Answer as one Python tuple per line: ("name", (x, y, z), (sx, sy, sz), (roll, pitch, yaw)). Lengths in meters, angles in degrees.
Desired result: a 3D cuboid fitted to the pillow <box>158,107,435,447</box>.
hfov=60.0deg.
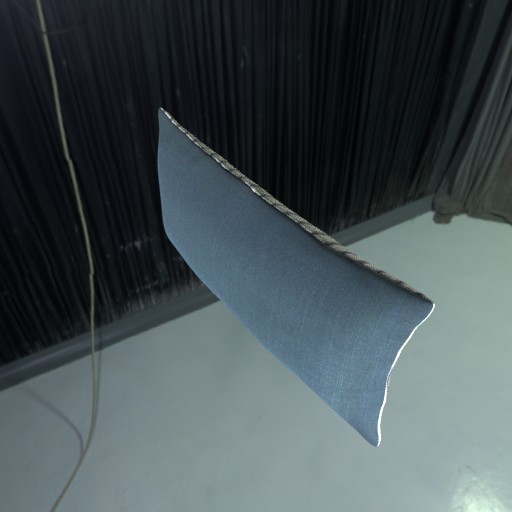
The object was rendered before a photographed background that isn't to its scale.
("pillow", (0.000, 0.000, 0.729), (0.151, 0.305, 0.609), (-25, 46, -27))
